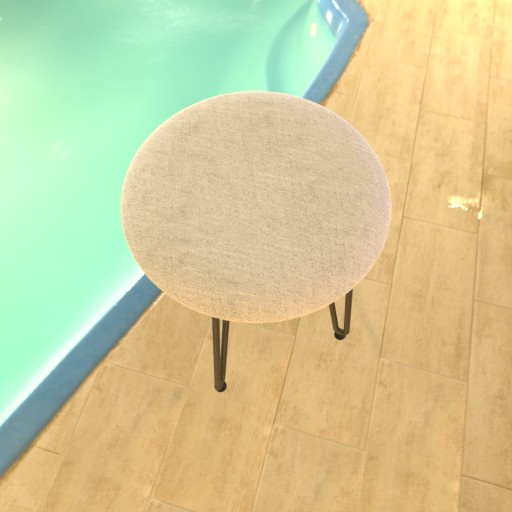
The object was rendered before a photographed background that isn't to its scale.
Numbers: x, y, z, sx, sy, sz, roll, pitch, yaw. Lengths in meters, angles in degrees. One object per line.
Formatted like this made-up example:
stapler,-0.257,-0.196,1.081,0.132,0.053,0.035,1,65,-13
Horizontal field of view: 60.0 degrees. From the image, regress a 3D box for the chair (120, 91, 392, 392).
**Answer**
chair,0.000,0.000,0.653,0.350,0.386,0.350,20,65,10
